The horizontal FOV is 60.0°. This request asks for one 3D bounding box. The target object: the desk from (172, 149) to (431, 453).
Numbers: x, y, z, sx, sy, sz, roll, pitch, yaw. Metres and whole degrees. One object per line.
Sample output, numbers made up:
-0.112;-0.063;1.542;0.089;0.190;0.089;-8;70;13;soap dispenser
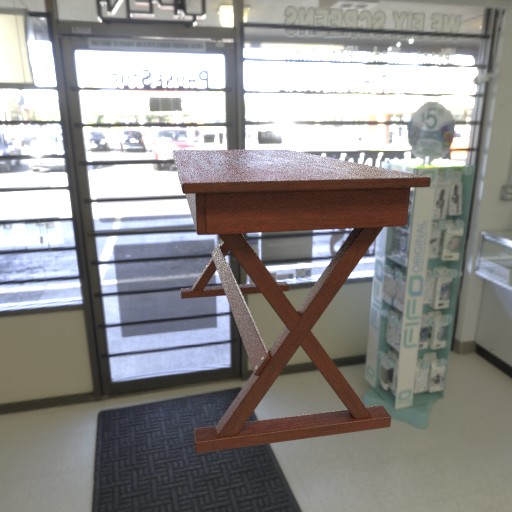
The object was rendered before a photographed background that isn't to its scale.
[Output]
0.000;0.000;1.774;0.600;0.761;1.372;-3;17;-11;desk
